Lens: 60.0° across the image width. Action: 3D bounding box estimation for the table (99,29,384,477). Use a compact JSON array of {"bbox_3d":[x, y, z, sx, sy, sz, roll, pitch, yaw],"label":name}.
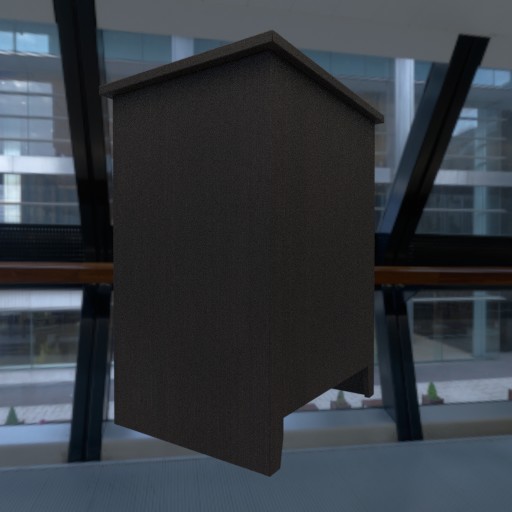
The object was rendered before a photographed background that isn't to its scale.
[{"bbox_3d":[0.000,0.000,0.921,0.381,0.635,0.480,1,1,34],"label":"table"}]
